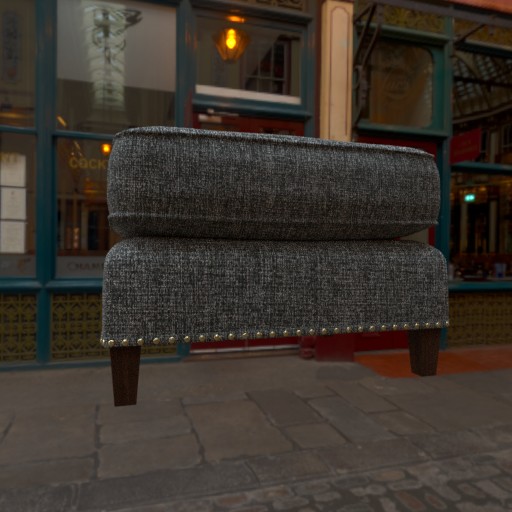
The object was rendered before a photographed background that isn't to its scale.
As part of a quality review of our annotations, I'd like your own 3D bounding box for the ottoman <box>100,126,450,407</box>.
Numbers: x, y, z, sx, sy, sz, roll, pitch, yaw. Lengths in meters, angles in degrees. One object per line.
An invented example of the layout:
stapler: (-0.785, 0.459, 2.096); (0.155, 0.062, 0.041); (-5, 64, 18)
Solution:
ottoman: (0.000, 0.000, 1.136); (0.738, 0.537, 0.589); (0, 0, -17)
